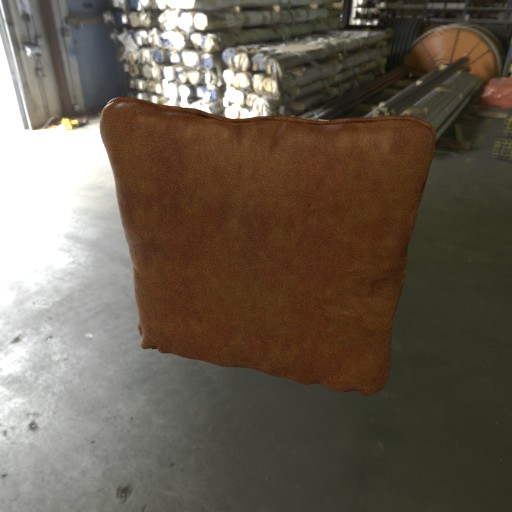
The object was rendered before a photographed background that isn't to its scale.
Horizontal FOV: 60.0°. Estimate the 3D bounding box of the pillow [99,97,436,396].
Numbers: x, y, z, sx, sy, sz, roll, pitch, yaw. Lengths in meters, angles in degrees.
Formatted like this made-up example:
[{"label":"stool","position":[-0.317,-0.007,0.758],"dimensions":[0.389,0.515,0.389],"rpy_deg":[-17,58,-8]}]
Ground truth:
[{"label":"pillow","position":[0.000,0.000,0.740],"dimensions":[0.489,0.490,0.130],"rpy_deg":[9,32,14]}]
